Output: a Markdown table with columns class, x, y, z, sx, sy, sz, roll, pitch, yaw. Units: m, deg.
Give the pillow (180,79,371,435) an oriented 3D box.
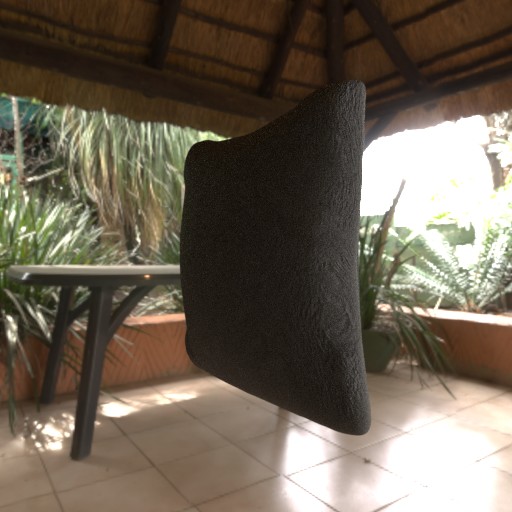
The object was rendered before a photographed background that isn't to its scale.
| class | x | y | z | sx | sy | sz | roll | pitch | yaw |
| --- | --- | --- | --- | --- | --- | --- | --- | --- | --- |
| pillow | 0.000 | 0.000 | 0.832 | 0.210 | 0.523 | 0.533 | 0 | 1 | -35 |
